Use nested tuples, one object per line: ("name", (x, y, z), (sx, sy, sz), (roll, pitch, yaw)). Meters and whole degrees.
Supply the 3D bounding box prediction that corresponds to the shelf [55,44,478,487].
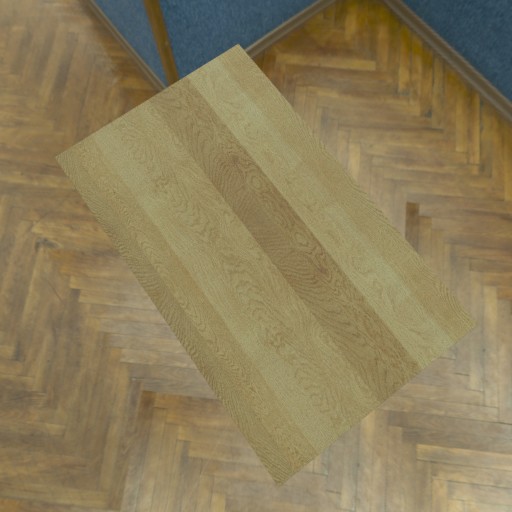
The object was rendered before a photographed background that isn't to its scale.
("shelf", (0.000, 0.000, 1.521), (0.700, 0.450, 1.150), (-35, 78, -9))
